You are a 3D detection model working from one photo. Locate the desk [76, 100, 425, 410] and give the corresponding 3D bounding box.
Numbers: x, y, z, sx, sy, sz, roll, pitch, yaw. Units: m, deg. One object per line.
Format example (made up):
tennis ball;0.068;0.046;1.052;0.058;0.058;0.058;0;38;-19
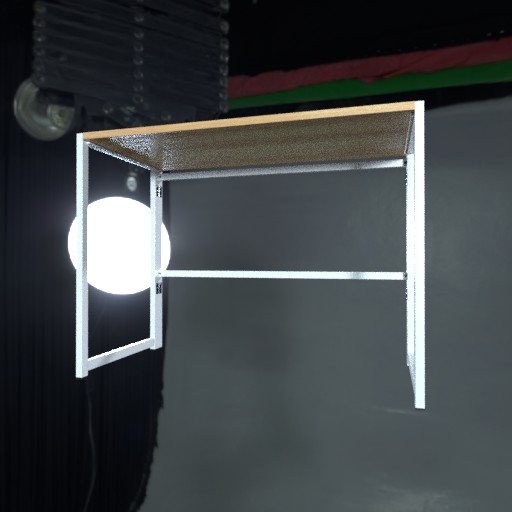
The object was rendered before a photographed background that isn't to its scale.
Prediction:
desk;0.000;0.000;1.473;1.016;0.762;0.508;0;0;17
